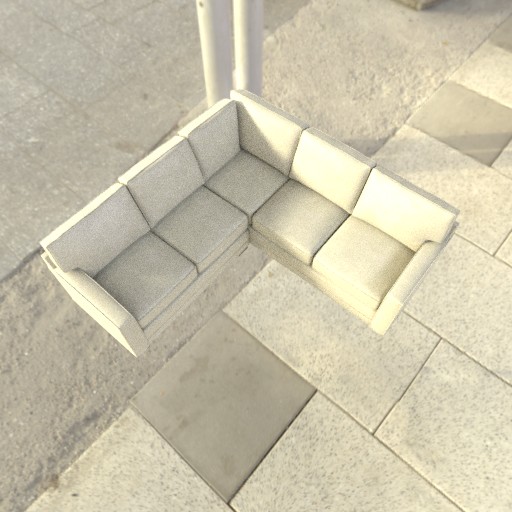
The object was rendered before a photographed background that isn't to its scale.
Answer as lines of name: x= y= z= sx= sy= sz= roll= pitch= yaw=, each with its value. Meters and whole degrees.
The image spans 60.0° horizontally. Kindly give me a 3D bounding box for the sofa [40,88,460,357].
sofa: x=0.000 y=0.000 z=3.421 sx=2.211 sy=0.936 sz=2.188 roll=34 pitch=64 yaw=19
